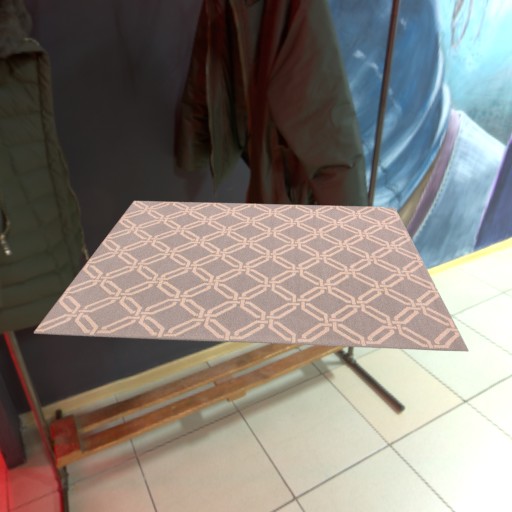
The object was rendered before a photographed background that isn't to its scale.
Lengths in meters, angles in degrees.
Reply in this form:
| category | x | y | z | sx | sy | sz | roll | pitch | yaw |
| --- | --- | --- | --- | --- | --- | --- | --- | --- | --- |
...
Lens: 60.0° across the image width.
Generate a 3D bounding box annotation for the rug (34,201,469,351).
| category | x | y | z | sx | sy | sz | roll | pitch | yaw |
| --- | --- | --- | --- | --- | --- | --- | --- | --- | --- |
| rug | 0.000 | 0.000 | 3.924 | 2.895 | 0.018 | 2.288 | 2 | 30 | 3 |
